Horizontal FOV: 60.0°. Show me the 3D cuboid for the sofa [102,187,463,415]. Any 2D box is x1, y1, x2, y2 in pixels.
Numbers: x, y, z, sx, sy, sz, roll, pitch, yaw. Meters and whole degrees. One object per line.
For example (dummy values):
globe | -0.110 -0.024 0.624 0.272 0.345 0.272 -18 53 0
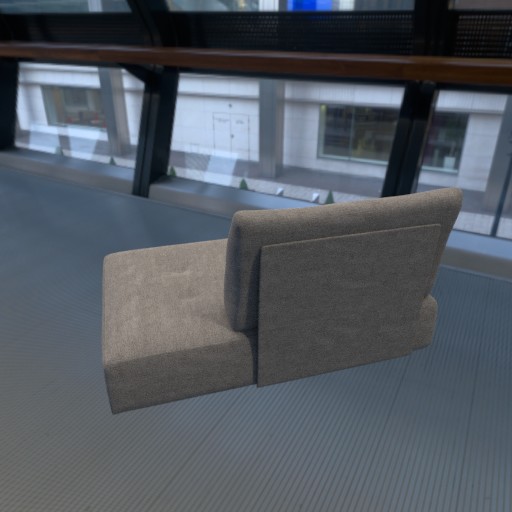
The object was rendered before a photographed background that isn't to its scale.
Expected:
sofa | 0.000 0.000 2.094 1.450 0.820 1.002 -8 27 -15
